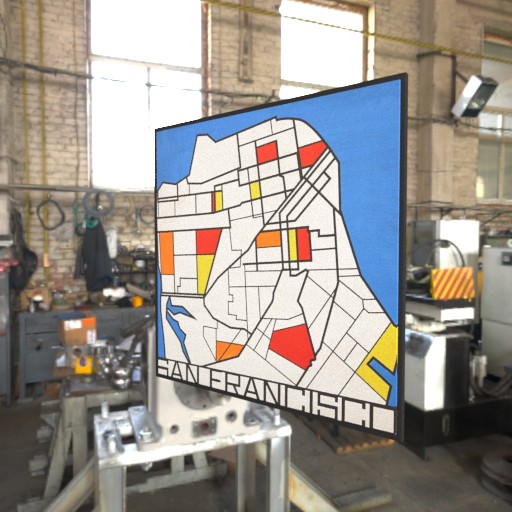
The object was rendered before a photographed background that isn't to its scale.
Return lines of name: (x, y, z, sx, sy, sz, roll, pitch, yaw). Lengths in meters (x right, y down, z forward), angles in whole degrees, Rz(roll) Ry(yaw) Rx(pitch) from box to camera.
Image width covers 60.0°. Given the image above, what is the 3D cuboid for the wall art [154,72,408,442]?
wall art: (0.000, 0.000, 0.993, 0.664, 0.663, 0.015, 1, 2, 36)
